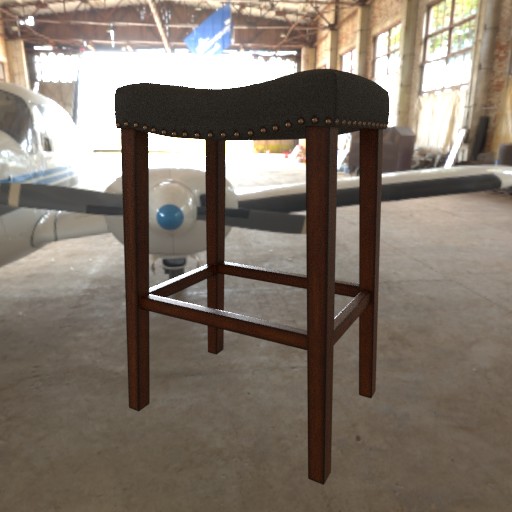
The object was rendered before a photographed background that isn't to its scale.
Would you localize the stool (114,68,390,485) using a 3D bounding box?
[{"bbox_3d":[0.000,0.000,1.012,0.502,0.748,0.366,8,17,28],"label":"stool"}]
